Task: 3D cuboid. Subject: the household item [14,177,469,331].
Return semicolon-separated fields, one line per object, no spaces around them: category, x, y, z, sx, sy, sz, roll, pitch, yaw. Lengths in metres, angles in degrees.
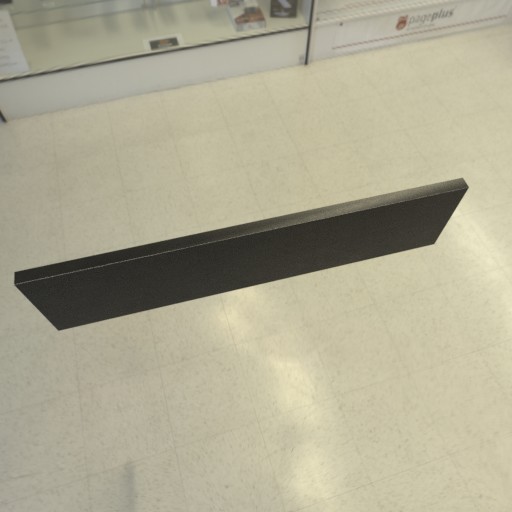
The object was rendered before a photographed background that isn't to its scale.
household item;0.000;0.000;1.054;1.001;0.236;0.030;-12;59;-8
